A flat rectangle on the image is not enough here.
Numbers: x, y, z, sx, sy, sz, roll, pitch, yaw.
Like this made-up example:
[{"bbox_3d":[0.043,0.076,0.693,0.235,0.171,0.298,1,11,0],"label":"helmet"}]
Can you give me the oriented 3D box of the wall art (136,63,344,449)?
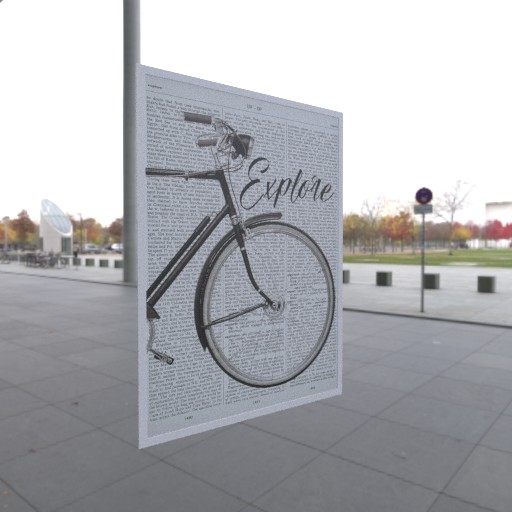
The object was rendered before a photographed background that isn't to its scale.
[{"bbox_3d":[0.000,0.000,0.831,0.457,0.610,0.003,-1,2,-35],"label":"wall art"}]
